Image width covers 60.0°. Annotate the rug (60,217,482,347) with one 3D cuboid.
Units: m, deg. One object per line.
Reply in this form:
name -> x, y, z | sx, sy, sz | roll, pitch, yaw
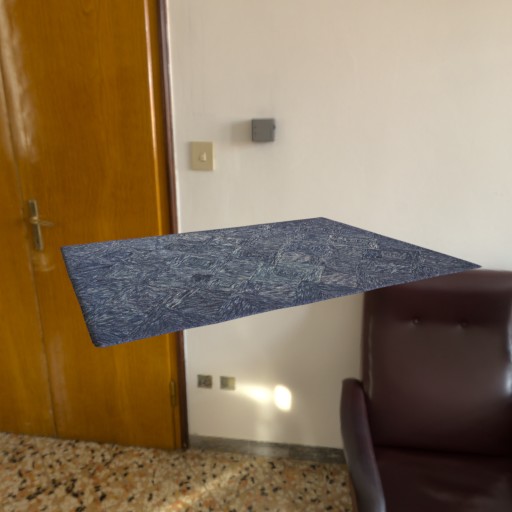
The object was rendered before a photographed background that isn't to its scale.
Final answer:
rug -> 0.000, 0.000, 4.167 | 3.245, 0.024, 2.385 | -8, 19, -26
